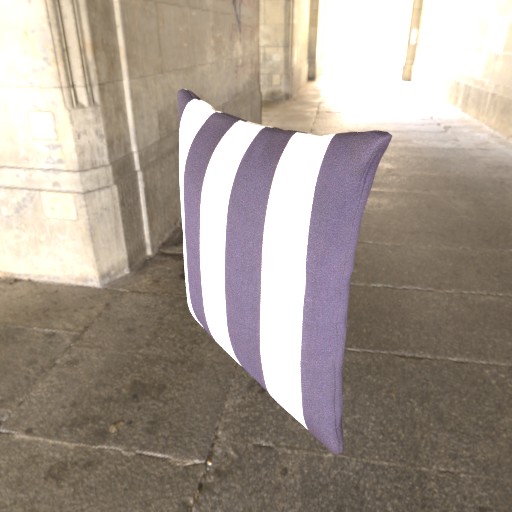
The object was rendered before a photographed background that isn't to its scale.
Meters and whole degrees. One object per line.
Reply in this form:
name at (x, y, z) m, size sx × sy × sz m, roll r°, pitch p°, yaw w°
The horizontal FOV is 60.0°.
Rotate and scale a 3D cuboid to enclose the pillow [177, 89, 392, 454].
pillow at (0.000, 0.000, 0.798) m, size 0.189 × 0.526 × 0.536 m, roll -17°, pitch 31°, yaw -31°
